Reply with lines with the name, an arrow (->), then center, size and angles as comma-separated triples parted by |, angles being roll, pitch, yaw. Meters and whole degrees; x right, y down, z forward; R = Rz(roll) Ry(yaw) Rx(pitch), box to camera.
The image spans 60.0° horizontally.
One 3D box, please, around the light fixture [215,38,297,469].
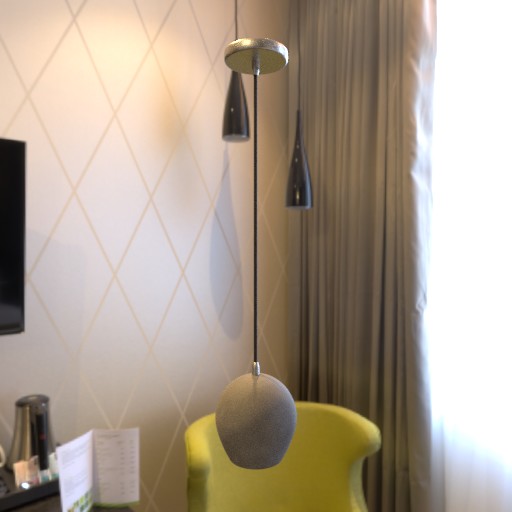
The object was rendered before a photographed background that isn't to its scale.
light fixture -> 0.000, 0.000, 0.833 | 0.153, 0.760, 0.153 | 0, 1, 18
